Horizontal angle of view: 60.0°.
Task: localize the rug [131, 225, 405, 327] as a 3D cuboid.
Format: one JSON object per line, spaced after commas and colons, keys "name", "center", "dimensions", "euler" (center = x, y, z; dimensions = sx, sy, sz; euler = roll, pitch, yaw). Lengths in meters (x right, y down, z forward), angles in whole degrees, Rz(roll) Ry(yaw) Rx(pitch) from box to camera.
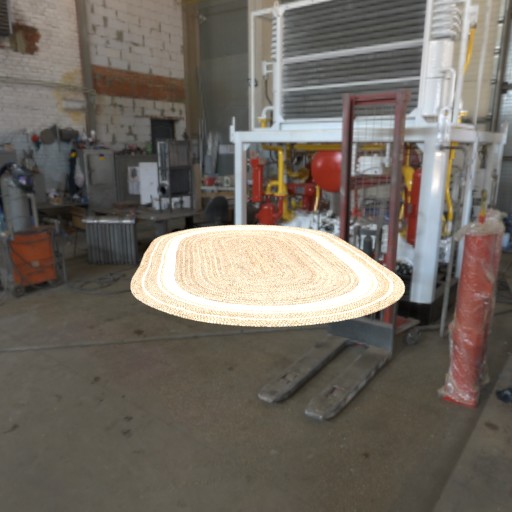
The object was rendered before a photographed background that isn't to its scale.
{"name": "rug", "center": [0.000, 0.000, 3.012], "dimensions": [1.520, 0.006, 2.432], "euler": [-2, 14, -7]}
